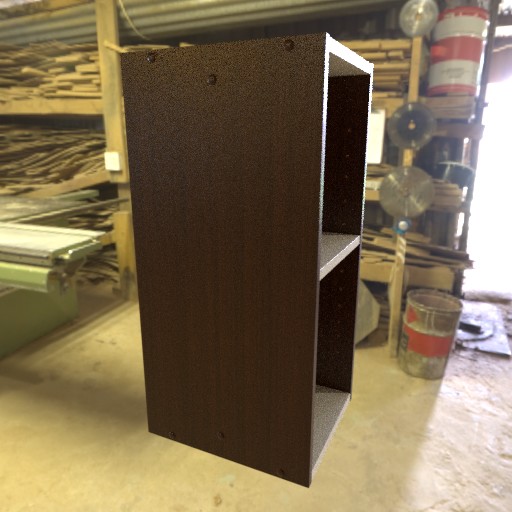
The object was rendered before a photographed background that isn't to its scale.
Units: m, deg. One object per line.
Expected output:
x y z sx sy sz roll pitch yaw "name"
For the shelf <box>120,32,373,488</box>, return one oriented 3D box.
0.000 0.000 0.730 0.290 0.600 0.253 7 17 25 "shelf"
